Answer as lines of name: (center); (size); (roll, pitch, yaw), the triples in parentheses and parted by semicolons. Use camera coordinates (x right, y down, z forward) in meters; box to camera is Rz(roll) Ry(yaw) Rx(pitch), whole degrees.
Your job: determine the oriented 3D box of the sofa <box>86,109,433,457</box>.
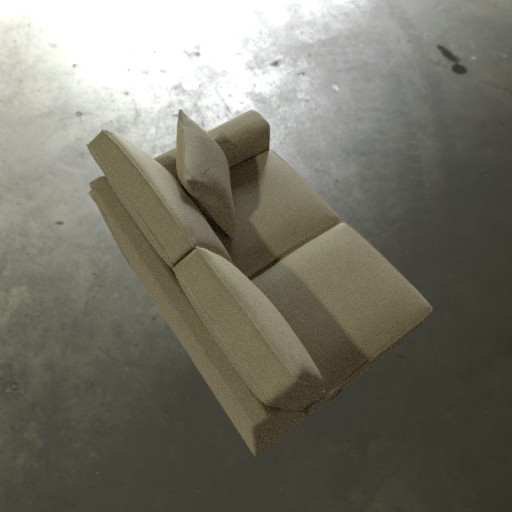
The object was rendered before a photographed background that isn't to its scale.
sofa: (0.000, 0.000, 2.088); (0.991, 0.989, 1.388); (-31, 64, -17)
